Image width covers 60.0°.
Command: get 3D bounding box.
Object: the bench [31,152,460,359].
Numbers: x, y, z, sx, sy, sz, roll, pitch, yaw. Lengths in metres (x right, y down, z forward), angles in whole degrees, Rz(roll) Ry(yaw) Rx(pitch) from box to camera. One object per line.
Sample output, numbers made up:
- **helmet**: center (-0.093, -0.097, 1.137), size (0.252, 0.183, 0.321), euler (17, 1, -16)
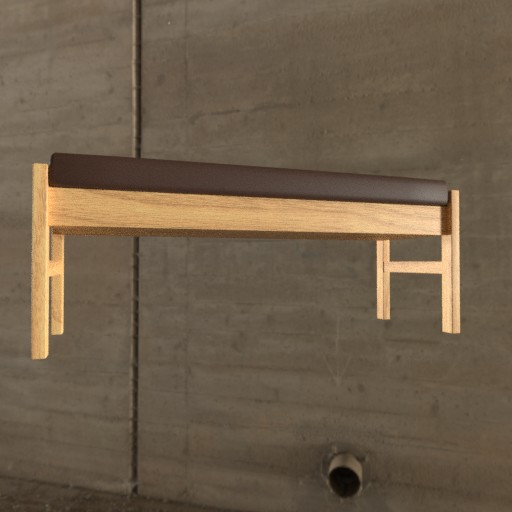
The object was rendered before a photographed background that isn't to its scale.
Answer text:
- **bench**: center (0.000, 0.000, 1.381), size (1.200, 0.480, 0.405), euler (0, -1, -18)
